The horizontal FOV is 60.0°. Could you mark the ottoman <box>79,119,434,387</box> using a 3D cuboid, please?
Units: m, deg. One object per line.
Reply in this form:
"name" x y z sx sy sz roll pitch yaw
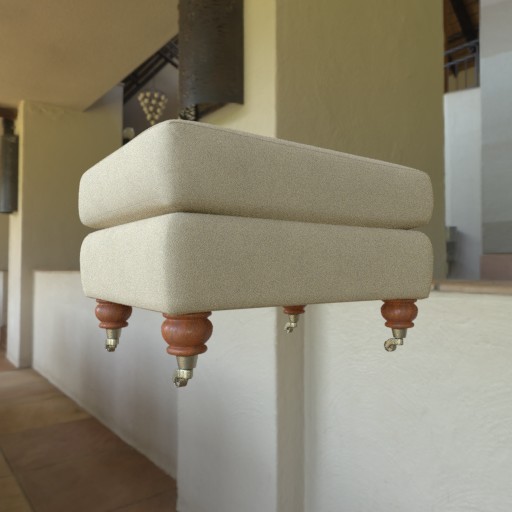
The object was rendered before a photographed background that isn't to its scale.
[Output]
"ottoman" 0.000 0.000 1.147 0.773 0.504 0.569 1 -2 -35
